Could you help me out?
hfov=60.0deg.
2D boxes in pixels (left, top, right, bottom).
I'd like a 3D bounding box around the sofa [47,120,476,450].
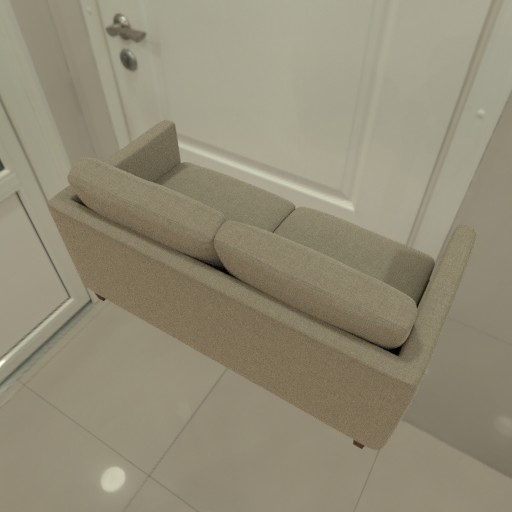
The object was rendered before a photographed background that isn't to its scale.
[{"bbox_3d":[0.000,0.000,2.312,1.884,0.947,0.951,24,52,21],"label":"sofa"}]
